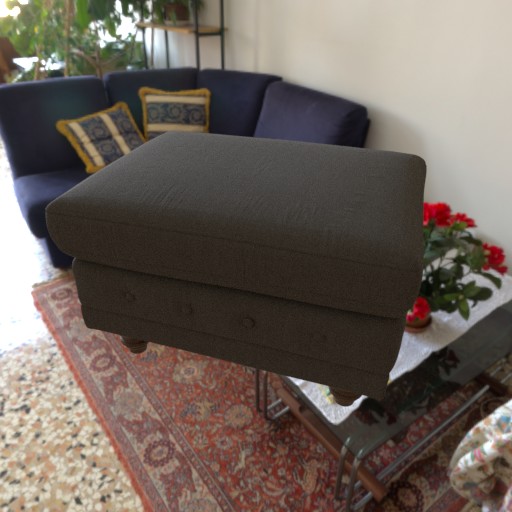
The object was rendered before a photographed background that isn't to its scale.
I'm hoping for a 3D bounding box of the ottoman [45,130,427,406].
[{"bbox_3d":[0.000,0.000,1.148,0.771,0.500,0.569,10,34,15],"label":"ottoman"}]
